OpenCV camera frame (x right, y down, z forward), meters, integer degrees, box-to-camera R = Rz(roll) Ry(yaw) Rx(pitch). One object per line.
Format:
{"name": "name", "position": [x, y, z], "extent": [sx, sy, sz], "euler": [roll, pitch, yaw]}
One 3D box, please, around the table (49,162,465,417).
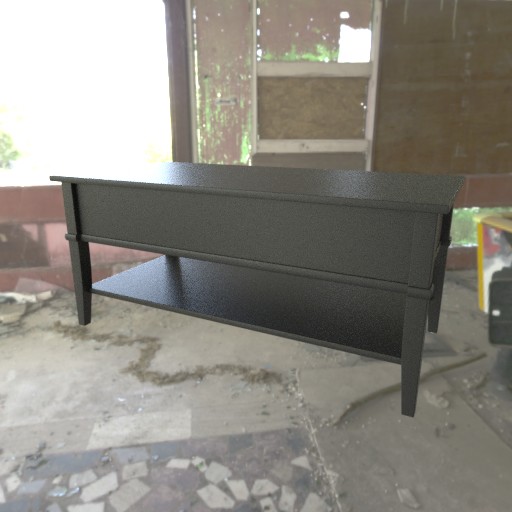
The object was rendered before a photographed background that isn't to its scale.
{"name": "table", "position": [0.000, 0.000, 1.309], "extent": [1.044, 0.470, 0.523], "euler": [8, 19, 26]}
